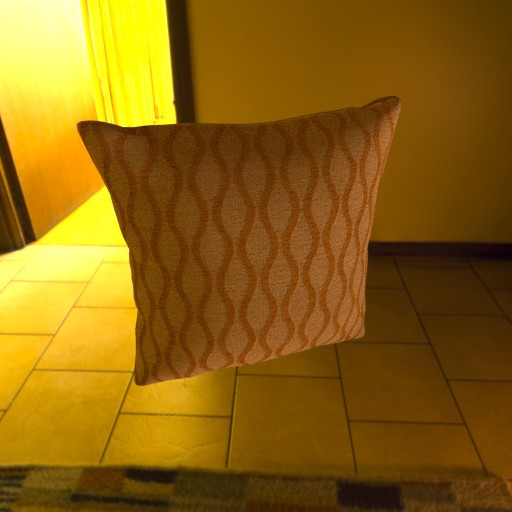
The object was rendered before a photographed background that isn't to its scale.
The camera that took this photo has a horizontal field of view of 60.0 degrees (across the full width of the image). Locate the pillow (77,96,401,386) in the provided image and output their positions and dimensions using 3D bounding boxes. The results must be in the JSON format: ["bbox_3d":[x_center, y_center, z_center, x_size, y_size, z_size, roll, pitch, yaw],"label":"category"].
[{"bbox_3d":[0.000,0.000,0.669,0.429,0.436,0.159,-9,32,-15],"label":"pillow"}]
